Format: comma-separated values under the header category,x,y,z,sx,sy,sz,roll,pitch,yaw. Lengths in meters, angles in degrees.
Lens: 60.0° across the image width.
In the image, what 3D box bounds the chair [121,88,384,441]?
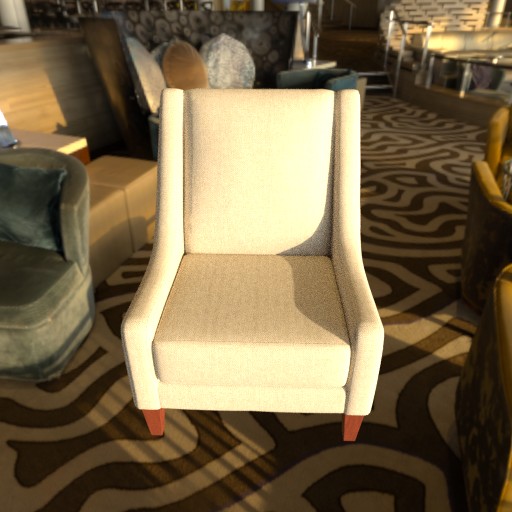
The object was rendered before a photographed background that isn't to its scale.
category,x,y,z,sx,sy,sz,roll,pitch,yaw
chair,0.000,0.000,1.595,0.774,1.014,0.870,1,30,2
